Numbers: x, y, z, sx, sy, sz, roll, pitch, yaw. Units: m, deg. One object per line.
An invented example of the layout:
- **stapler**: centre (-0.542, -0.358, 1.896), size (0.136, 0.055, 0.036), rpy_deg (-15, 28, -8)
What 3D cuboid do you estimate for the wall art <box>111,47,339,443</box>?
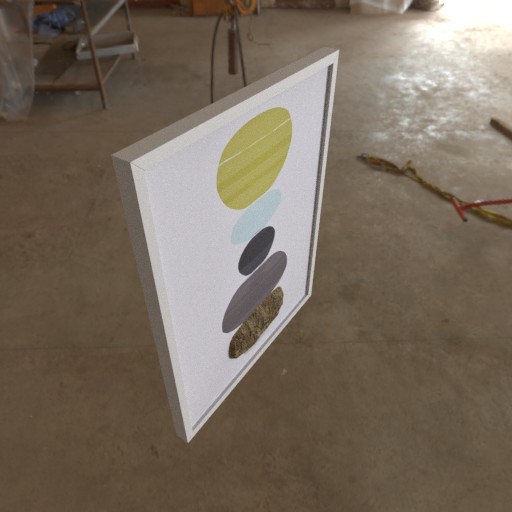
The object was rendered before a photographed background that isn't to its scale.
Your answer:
- **wall art**: centre (0.000, 0.000, 1.028), size (0.055, 0.763, 0.611), rpy_deg (24, 46, 26)
